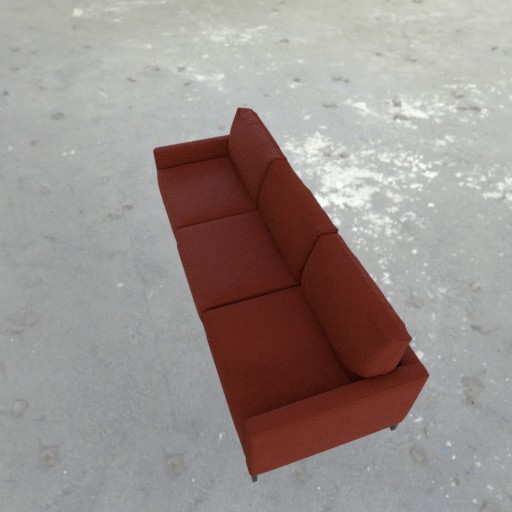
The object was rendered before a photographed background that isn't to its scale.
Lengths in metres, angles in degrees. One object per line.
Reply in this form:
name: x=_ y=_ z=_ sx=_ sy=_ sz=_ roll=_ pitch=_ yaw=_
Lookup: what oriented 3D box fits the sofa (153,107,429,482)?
sofa: x=0.000 y=0.000 z=2.715 sx=0.875 sy=0.879 sz=2.252 roll=-14 pitch=48 yaw=-13
